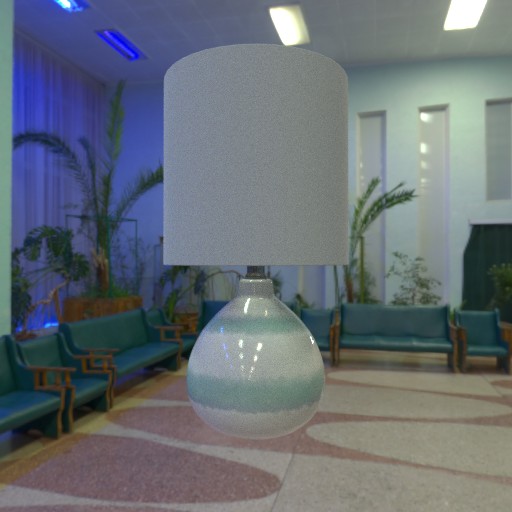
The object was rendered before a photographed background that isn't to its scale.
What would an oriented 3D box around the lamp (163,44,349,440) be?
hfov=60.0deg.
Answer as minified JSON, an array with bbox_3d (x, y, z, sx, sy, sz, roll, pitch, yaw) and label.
[{"bbox_3d":[0.000,0.000,0.529,0.217,0.404,0.217,0,-1,18],"label":"lamp"}]
